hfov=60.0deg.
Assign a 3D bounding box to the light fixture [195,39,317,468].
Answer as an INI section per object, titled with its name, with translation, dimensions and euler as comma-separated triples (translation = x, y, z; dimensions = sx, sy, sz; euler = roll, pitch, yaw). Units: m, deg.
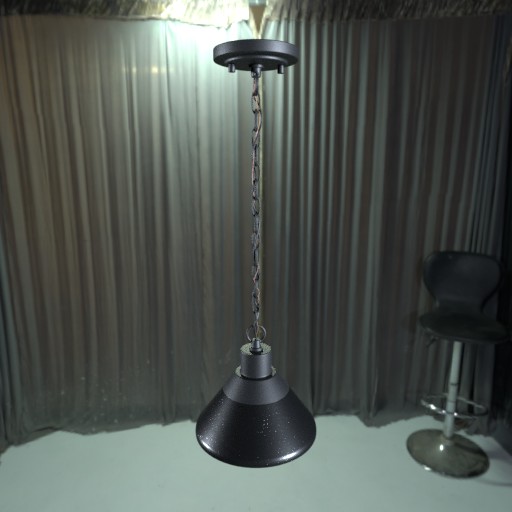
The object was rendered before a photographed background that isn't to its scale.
[light fixture]
translation = 0.000, 0.000, 0.681
dimensions = 0.201, 0.588, 0.201
euler = -2, 12, -8
